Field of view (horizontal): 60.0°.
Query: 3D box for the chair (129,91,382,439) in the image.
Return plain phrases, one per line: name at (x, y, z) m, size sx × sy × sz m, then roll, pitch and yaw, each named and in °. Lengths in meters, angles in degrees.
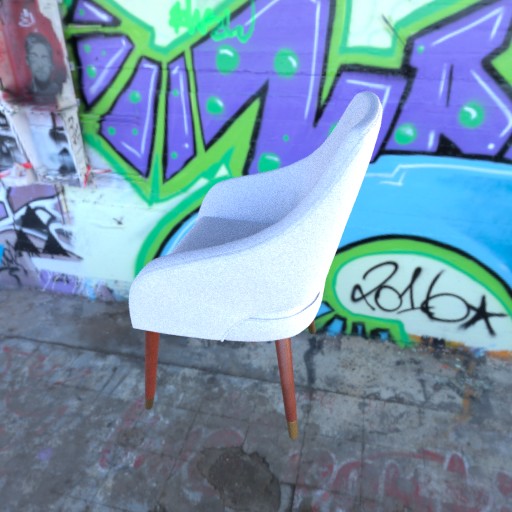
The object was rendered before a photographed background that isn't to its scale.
chair at (0.000, 0.000, 1.299) m, size 0.600 × 0.889 × 0.609 m, roll 6°, pitch 31°, yaw 11°
